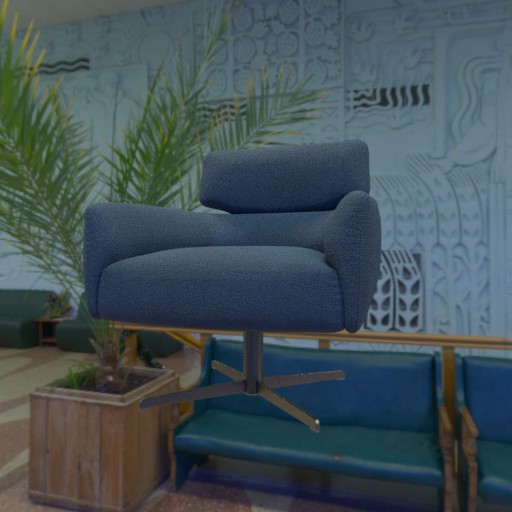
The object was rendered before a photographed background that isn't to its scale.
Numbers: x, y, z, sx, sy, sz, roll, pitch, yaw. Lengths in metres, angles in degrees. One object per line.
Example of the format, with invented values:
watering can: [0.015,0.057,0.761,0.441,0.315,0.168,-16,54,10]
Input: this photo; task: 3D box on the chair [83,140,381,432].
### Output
chair: [0.000,0.000,1.343,0.738,0.813,0.761,0,0,18]
